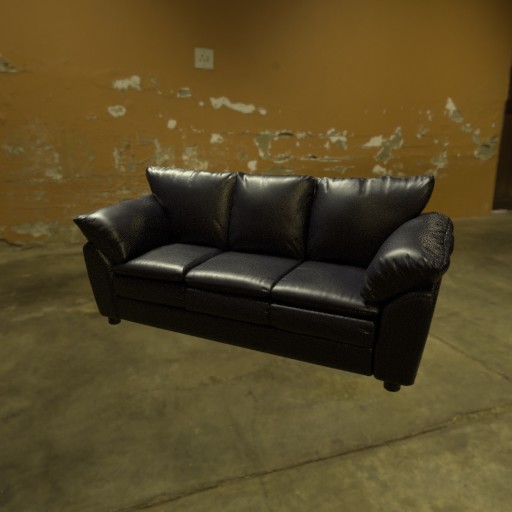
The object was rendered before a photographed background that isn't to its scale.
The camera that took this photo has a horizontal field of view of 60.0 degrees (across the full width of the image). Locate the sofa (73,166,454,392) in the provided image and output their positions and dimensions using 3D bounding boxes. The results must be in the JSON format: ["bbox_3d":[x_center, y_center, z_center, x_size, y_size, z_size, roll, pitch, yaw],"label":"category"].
[{"bbox_3d":[0.000,0.000,2.891,2.336,1.073,0.880,7,17,25],"label":"sofa"}]
